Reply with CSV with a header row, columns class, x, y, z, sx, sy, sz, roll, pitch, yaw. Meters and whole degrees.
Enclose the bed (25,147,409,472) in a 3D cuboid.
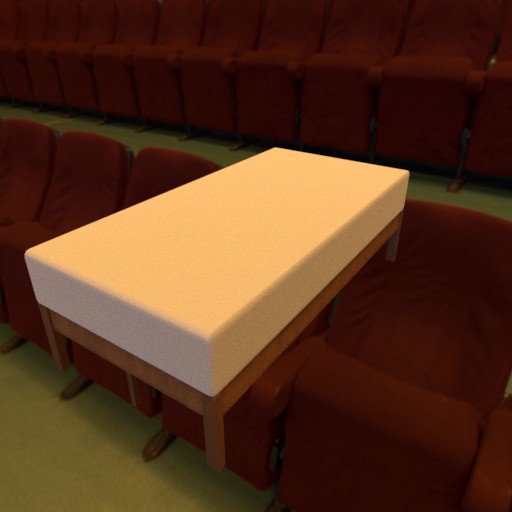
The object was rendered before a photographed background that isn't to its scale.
class,x,y,z,sx,sy,sz,roll,pitch,yaw
bed,0.000,0.000,2.354,0.961,0.616,1.902,18,33,30
